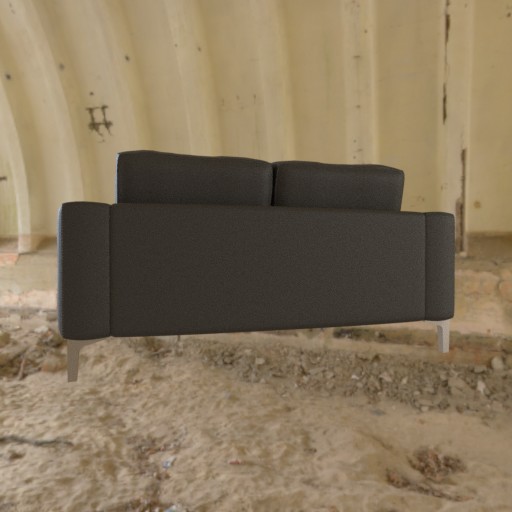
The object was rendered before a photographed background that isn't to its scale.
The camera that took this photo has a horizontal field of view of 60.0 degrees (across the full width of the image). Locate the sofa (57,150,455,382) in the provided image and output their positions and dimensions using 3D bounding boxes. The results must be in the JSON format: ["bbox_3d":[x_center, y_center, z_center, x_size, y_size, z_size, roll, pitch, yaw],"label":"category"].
[{"bbox_3d":[0.000,0.000,2.191,1.726,0.893,0.833,0,1,-17],"label":"sofa"}]
